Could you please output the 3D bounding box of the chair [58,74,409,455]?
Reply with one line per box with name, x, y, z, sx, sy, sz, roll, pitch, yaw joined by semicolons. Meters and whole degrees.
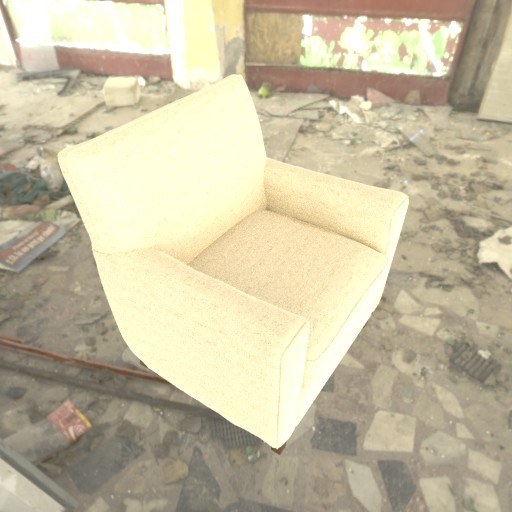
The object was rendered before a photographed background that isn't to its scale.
chair;0.000;0.000;1.601;0.823;0.943;0.870;24;46;26
